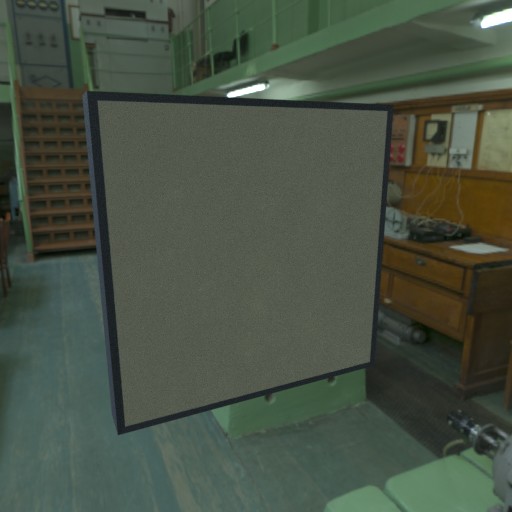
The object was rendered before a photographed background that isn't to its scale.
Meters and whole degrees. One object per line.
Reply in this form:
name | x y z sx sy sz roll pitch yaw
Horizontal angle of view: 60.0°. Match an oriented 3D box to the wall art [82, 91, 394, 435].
wall art | 0.000 0.000 0.452 0.302 0.300 0.036 -7 16 -25
